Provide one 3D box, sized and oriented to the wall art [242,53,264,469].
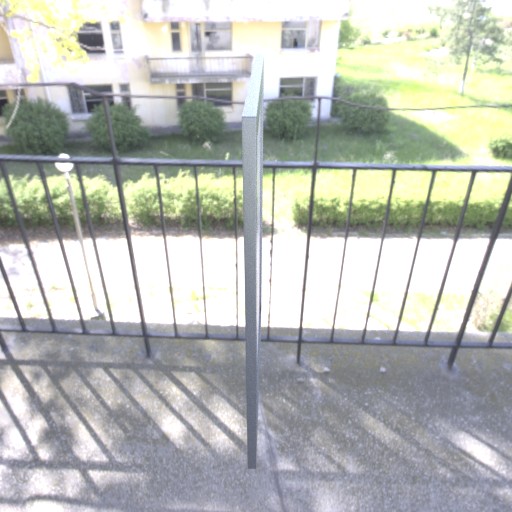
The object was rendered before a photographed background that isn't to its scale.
[{"bbox_3d":[0.000,0.000,0.692,0.013,0.529,0.376,1,32,2],"label":"wall art"}]
